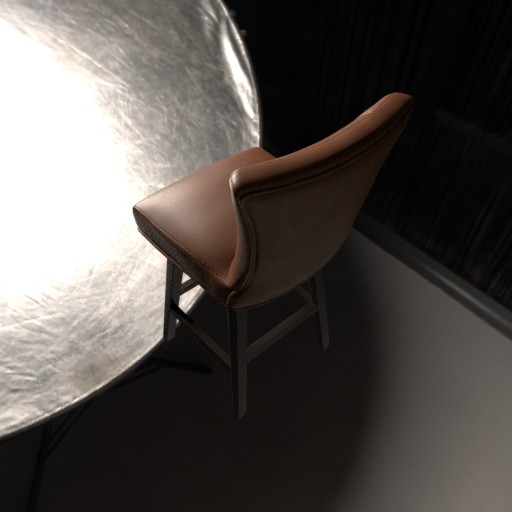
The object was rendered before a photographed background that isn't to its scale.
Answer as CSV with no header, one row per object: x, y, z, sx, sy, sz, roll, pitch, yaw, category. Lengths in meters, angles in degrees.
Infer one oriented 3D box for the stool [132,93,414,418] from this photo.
0.000,0.000,1.390,0.522,1.094,0.585,-32,55,-26,stool
